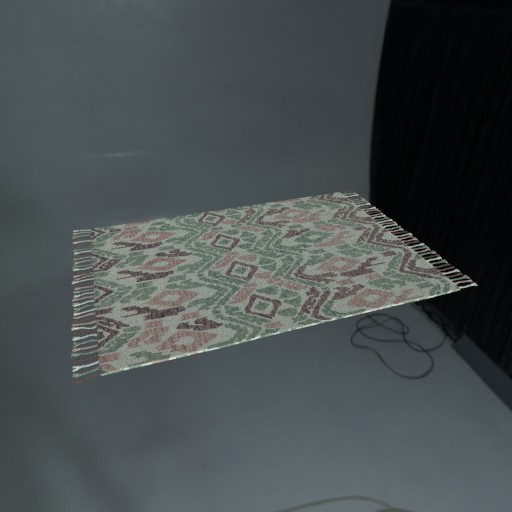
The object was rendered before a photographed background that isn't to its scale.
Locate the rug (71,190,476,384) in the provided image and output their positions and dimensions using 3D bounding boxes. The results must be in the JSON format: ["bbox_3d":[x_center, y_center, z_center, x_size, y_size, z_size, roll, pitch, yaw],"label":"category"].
[{"bbox_3d":[0.000,0.000,2.325,1.829,0.010,1.219,-10,33,-16],"label":"rug"}]
